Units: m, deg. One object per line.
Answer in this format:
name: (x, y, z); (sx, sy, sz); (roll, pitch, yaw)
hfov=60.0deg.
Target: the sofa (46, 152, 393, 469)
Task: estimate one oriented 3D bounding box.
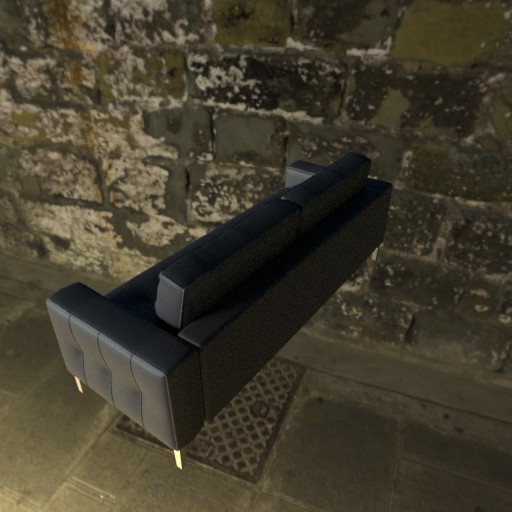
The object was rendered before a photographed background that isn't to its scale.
sofa: (0.000, 0.000, 2.719); (0.833, 0.893, 2.275); (22, 38, 30)
